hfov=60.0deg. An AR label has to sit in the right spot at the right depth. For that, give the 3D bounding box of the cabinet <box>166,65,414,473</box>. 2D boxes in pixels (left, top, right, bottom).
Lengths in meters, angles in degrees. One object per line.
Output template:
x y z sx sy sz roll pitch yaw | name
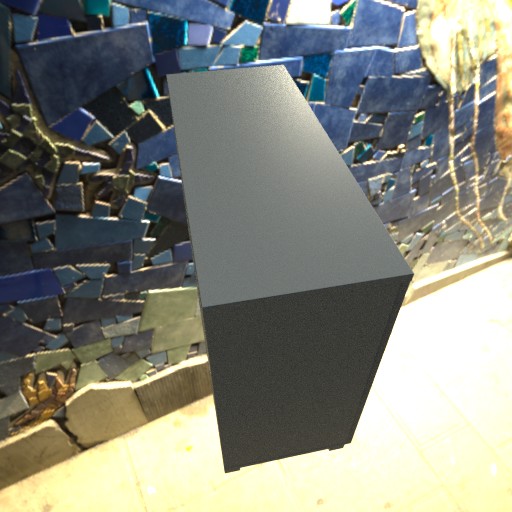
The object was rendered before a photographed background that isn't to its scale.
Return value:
0.000 0.000 1.430 0.400 0.800 1.000 -8 45 -8 | cabinet
